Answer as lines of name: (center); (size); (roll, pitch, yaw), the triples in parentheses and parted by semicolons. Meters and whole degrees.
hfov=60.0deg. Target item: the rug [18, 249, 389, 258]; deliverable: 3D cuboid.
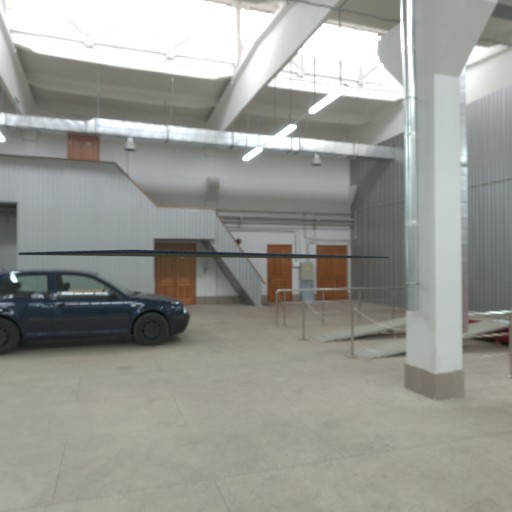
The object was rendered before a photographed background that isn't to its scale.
rug: (0.000, 0.000, 2.669); (0.769, 0.012, 2.448); (-1, -1, 36)
